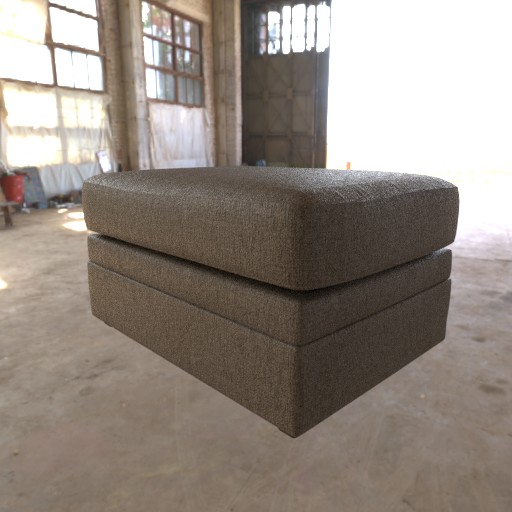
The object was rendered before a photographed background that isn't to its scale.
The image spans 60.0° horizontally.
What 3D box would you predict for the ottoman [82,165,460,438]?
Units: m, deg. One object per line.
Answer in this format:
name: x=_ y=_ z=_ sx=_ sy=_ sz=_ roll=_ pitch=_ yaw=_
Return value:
ottoman: x=0.000 y=0.000 z=1.230 sx=0.637 sy=0.478 sz=0.885 roll=-13 pitch=19 yaw=-42
